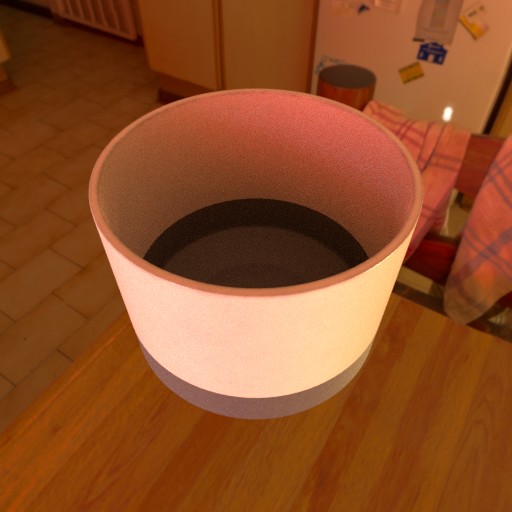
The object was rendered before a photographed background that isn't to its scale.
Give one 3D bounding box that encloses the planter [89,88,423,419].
[{"bbox_3d":[0.000,0.000,0.214,0.128,0.105,0.128,0,48,0],"label":"planter"}]
